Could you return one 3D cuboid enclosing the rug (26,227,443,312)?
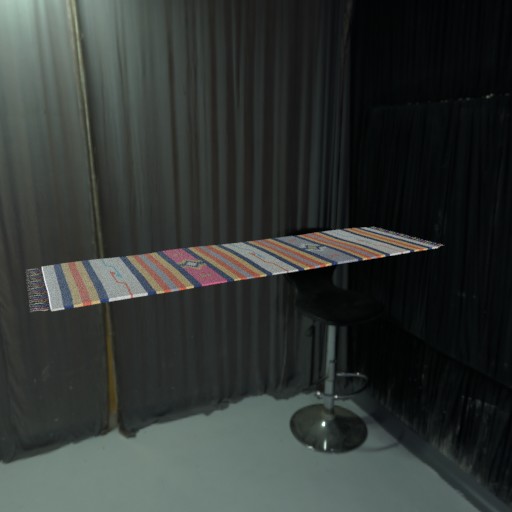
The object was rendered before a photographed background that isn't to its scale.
[{"bbox_3d":[0.000,0.000,2.651,2.455,0.017,0.695,-8,17,-26],"label":"rug"}]
